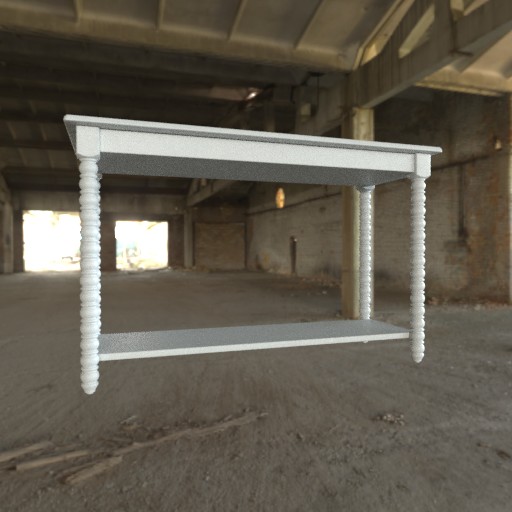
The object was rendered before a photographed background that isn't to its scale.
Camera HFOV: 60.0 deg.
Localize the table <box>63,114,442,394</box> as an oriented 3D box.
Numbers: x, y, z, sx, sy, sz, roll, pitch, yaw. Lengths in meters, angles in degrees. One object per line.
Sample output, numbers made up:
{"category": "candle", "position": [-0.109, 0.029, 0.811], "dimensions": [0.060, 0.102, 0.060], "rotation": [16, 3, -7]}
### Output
{"category": "table", "position": [0.000, 0.000, 1.533], "dimensions": [1.184, 0.740, 0.459], "rotation": [0, 1, -18]}
